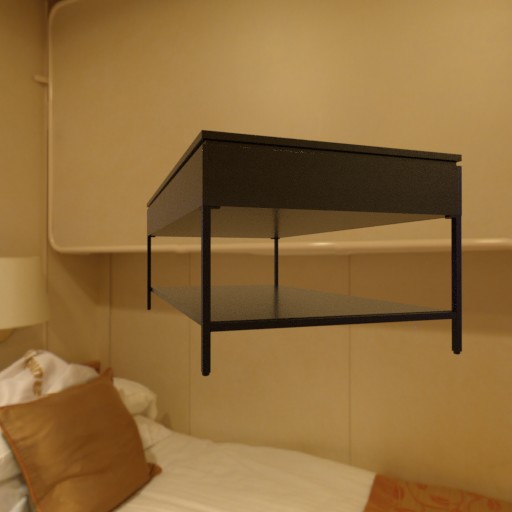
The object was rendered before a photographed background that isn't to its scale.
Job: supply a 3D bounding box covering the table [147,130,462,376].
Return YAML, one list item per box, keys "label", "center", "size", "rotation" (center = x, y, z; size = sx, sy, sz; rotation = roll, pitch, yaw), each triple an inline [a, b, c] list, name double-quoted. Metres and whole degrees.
- label: "table"
  center: [0.000, 0.000, 1.388]
  size: [0.574, 0.435, 1.095]
  rotation: [0, 0, -19]
